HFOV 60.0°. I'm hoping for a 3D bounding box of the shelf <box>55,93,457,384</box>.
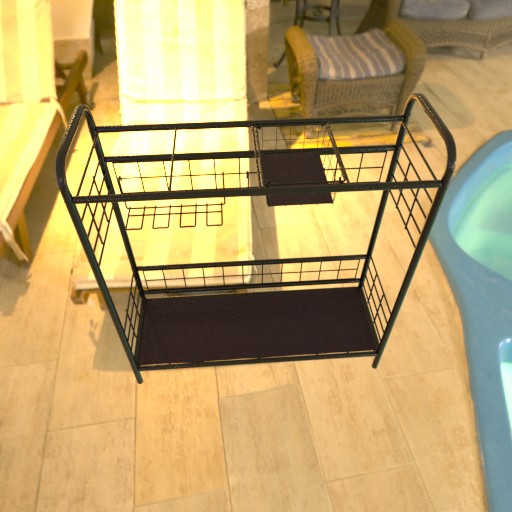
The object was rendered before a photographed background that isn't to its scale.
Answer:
[{"bbox_3d":[0.000,0.000,1.509,0.961,1.026,0.350,-3,47,-3],"label":"shelf"}]
